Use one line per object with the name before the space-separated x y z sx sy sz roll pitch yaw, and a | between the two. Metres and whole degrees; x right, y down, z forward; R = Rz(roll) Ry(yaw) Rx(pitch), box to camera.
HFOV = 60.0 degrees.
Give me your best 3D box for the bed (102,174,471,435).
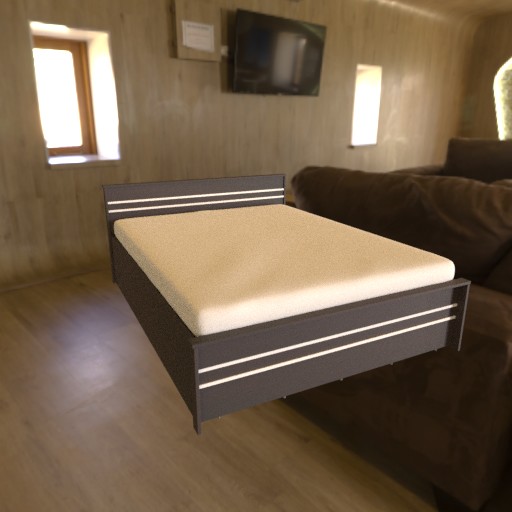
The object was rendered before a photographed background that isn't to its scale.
bed | 0.000 0.000 3.034 1.634 0.808 2.103 -9 19 -25
